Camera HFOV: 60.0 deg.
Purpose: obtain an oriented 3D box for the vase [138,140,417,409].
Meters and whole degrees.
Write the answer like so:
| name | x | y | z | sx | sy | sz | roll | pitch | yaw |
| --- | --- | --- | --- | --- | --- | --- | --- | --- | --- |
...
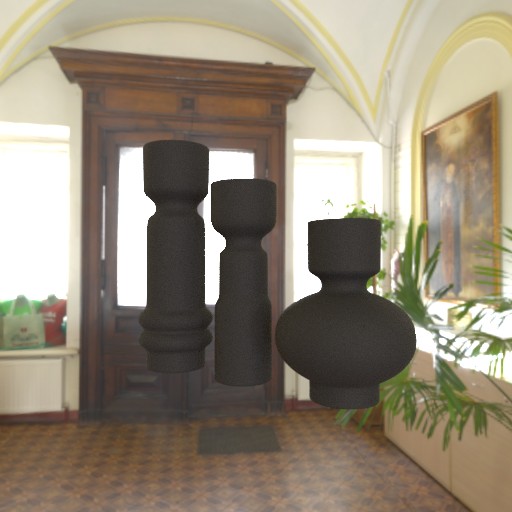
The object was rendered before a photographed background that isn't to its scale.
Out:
| name | x | y | z | sx | sy | sz | roll | pitch | yaw |
| --- | --- | --- | --- | --- | --- | --- | --- | --- | --- |
| vase | 0.000 | 0.000 | 0.440 | 0.307 | 0.249 | 0.120 | -1 | -1 | 35 |
